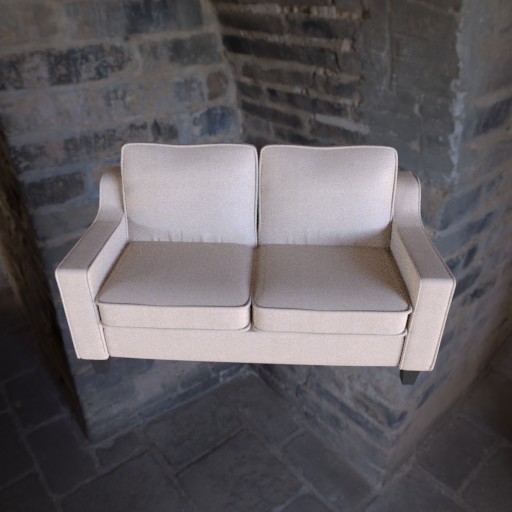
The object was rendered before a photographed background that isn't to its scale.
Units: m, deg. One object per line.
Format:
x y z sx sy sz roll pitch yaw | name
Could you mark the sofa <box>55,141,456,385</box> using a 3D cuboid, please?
0.000 0.000 3.466 2.587 1.562 1.351 1 30 2 | sofa
